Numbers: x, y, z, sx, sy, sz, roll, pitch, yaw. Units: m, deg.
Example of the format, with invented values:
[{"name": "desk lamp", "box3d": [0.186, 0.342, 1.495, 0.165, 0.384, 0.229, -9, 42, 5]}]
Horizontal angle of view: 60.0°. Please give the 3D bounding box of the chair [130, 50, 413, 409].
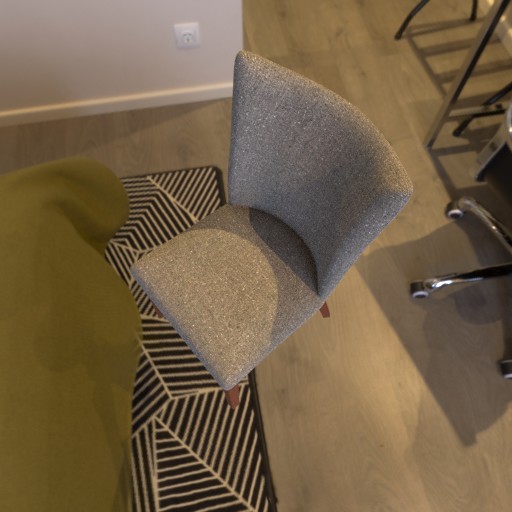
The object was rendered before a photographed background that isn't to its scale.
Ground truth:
[{"name": "chair", "box3d": [0.000, 0.000, 1.317, 0.623, 0.924, 0.535, -37, 69, -17]}]
